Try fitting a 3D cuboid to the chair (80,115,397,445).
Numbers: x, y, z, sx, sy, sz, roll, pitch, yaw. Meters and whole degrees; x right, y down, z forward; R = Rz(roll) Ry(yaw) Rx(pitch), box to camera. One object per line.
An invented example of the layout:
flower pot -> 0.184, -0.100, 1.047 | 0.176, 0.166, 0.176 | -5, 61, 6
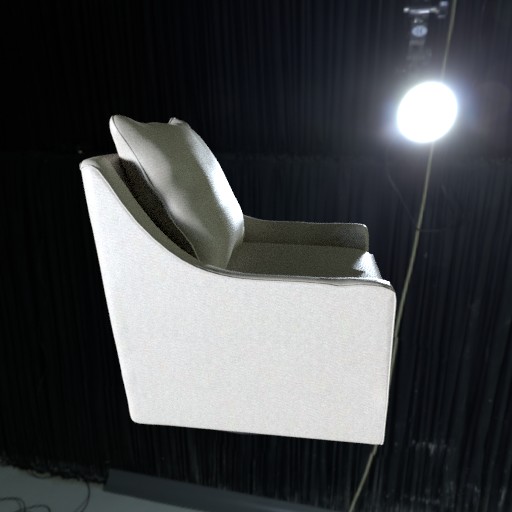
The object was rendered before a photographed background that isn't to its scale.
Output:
chair -> 0.000, 0.000, 1.566 | 0.876, 0.942, 0.760 | 2, 17, 8
